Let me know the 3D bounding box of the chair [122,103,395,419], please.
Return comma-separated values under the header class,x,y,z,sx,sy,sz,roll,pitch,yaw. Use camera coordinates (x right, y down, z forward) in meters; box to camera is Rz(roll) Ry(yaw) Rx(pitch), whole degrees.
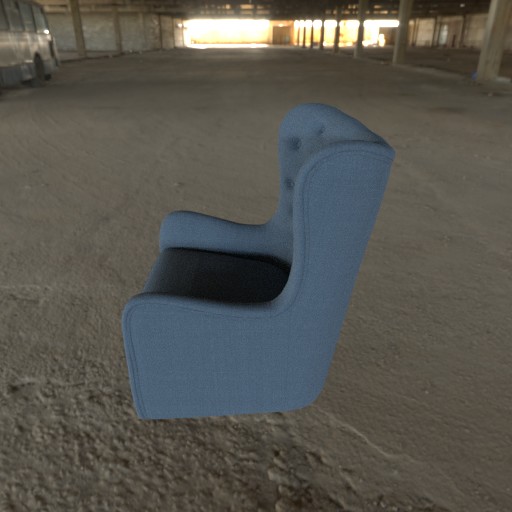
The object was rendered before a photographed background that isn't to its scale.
class,x,y,z,sx,sy,sz,roll,pitch,yaw
chair,0.000,0.000,1.789,0.930,1.079,0.831,0,27,-1
